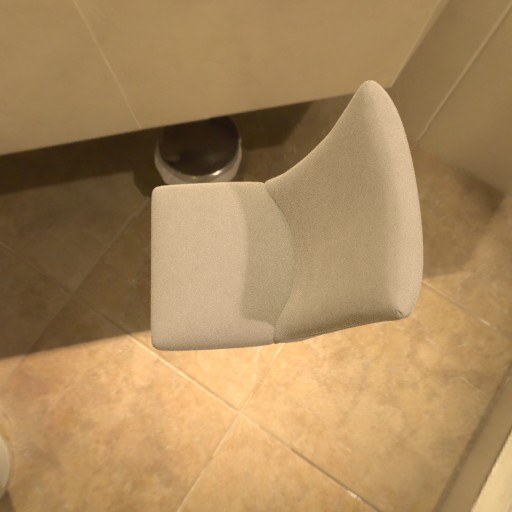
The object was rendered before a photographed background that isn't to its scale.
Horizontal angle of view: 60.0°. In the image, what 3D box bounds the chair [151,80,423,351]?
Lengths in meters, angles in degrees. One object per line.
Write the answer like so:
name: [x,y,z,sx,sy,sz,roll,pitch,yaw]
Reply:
chair: [0.000,0.000,1.244,0.610,0.902,0.495,-3,76,-1]
